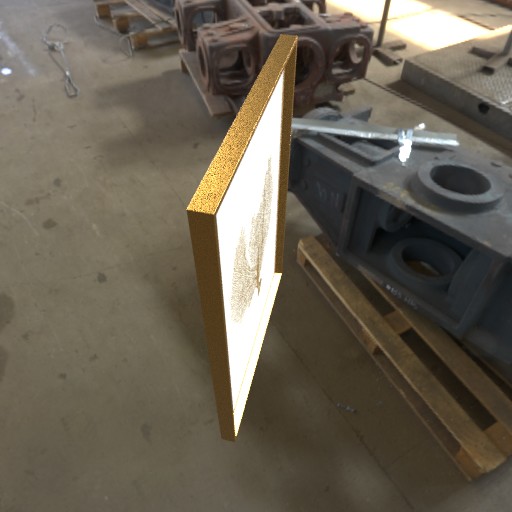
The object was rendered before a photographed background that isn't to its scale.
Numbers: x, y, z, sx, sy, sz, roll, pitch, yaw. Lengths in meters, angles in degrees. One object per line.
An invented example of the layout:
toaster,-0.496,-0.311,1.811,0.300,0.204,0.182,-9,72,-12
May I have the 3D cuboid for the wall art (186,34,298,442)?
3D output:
wall art,0.000,0.000,1.085,0.038,0.812,0.610,10,48,10
